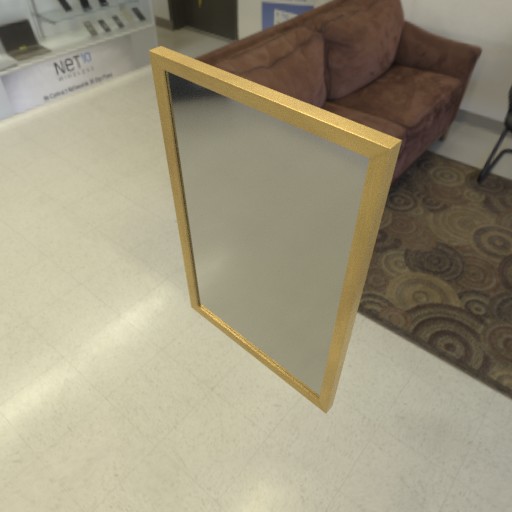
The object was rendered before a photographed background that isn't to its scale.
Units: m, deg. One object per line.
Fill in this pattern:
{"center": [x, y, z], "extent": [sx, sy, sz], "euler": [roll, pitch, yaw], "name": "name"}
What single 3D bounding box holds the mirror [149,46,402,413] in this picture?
{"center": [0.000, 0.000, 1.175], "extent": [0.609, 0.915, 0.040], "euler": [33, 53, 28], "name": "mirror"}
